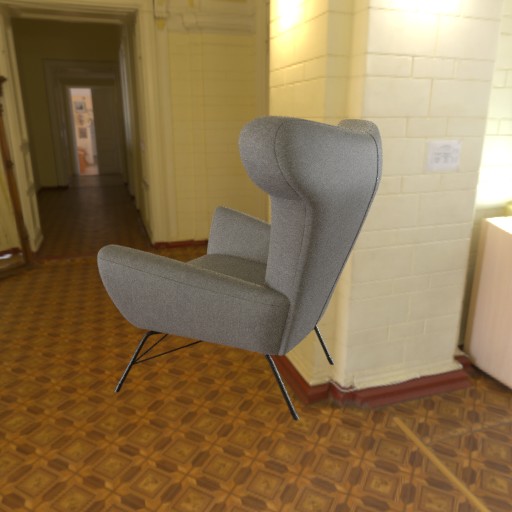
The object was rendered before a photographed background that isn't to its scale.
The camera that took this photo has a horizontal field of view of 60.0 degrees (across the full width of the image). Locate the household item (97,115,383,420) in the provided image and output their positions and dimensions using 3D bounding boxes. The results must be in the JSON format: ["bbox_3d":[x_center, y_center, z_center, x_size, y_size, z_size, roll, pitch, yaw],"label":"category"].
[{"bbox_3d":[0.000,0.000,1.764,0.900,1.050,0.980,8,18,25],"label":"household item"}]
